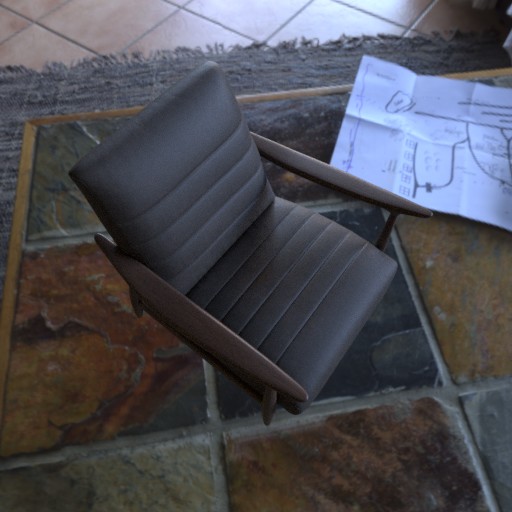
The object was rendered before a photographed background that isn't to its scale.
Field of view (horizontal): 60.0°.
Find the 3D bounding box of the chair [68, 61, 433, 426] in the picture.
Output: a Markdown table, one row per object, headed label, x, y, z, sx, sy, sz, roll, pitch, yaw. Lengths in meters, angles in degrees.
| label | x | y | z | sx | sy | sz | roll | pitch | yaw |
| --- | --- | --- | --- | --- | --- | --- | --- | --- | --- |
| chair | 0.000 | 0.000 | 1.445 | 0.798 | 0.831 | 0.741 | 33 | 64 | 18 |
